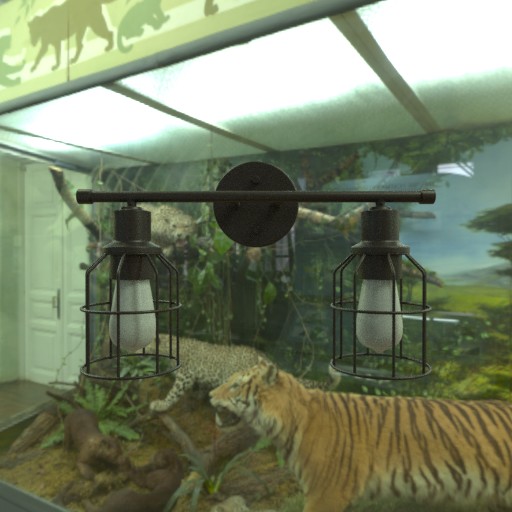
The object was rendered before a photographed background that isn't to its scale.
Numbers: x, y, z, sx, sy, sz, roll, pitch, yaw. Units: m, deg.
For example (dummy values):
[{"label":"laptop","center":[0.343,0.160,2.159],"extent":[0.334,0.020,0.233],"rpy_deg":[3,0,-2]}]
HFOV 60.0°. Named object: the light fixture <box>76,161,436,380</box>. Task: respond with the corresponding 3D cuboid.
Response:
[{"label":"light fixture","center":[0.000,0.000,0.535],"extent":[0.406,0.254,0.165],"rpy_deg":[0,0,0]}]
